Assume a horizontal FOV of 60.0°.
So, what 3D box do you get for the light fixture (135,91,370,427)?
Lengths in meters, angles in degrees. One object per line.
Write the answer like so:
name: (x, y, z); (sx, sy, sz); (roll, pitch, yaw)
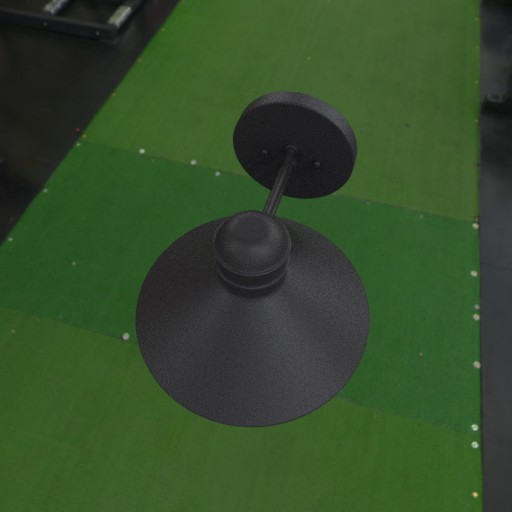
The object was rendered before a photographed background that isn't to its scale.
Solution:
light fixture: (0.000, 0.000, 0.662); (0.396, 0.265, 0.434); (15, 58, 10)
